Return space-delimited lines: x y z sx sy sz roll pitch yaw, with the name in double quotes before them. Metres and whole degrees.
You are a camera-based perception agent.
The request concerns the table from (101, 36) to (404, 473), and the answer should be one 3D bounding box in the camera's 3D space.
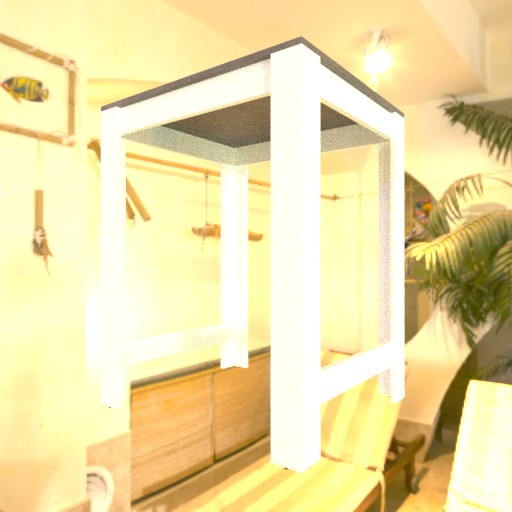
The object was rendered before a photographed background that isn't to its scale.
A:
"table" 0.000 0.000 1.549 0.800 1.020 0.700 0 0 37
